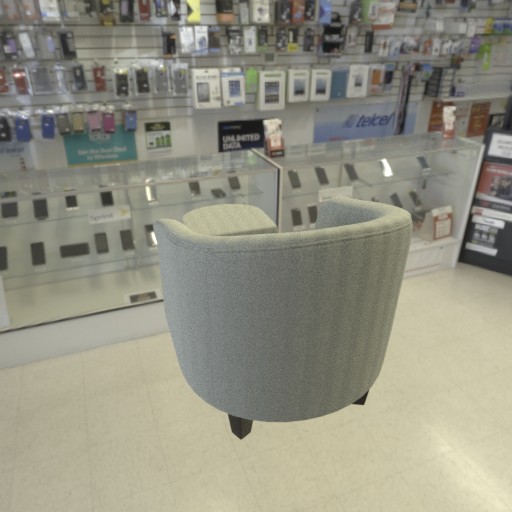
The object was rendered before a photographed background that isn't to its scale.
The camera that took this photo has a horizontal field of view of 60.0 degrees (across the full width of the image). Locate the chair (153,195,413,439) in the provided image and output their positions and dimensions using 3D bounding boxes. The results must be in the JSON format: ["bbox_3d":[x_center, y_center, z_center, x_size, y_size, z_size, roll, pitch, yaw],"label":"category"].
[{"bbox_3d":[0.000,0.000,1.740,0.756,0.757,1.288,-9,29,-17],"label":"chair"}]
